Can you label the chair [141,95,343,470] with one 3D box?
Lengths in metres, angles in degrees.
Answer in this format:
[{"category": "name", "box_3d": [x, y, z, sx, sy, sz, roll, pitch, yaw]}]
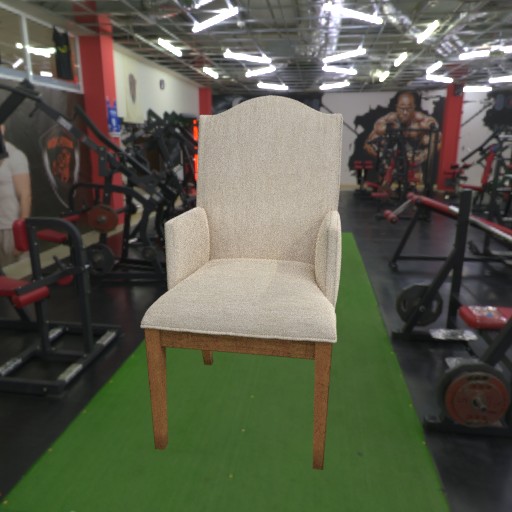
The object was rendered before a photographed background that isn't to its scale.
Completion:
[{"category": "chair", "box_3d": [0.000, 0.000, 1.414, 0.533, 1.016, 0.641, 3, 15, 10]}]
